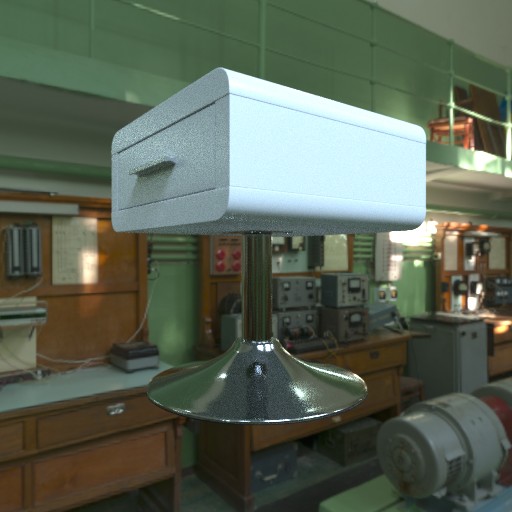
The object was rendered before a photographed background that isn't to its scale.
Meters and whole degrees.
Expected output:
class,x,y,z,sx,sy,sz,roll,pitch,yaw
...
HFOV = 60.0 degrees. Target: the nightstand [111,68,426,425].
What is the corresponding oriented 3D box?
class,x,y,z,sx,sy,sz,roll,pitch,yaw
nightstand,0.000,0.000,0.772,0.404,0.447,0.399,0,0,-37
